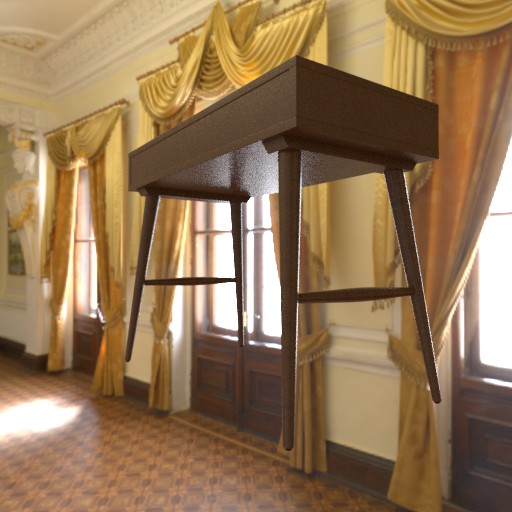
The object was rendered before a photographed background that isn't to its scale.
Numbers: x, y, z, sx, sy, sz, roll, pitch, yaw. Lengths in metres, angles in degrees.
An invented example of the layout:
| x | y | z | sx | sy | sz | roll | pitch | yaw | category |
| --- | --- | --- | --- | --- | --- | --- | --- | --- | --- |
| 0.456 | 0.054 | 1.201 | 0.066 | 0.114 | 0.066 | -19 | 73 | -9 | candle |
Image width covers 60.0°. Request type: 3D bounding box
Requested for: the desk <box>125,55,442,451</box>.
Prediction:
| x | y | z | sx | sy | sz | roll | pitch | yaw | category |
| --- | --- | --- | --- | --- | --- | --- | --- | --- | --- |
| 0.000 | 0.000 | 1.370 | 0.510 | 0.758 | 0.949 | 0 | -1 | -35 | desk |
